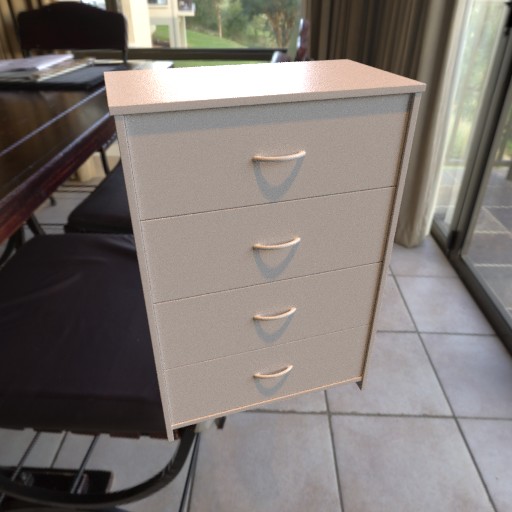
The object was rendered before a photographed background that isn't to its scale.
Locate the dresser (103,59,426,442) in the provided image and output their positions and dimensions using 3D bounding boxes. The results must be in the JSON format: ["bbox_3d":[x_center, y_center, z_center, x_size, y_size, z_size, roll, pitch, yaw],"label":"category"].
[{"bbox_3d":[0.000,0.000,1.349,0.704,1.021,0.401,-10,33,-15],"label":"dresser"}]
